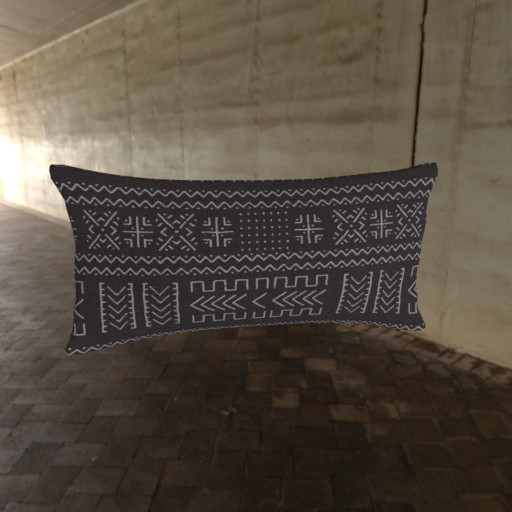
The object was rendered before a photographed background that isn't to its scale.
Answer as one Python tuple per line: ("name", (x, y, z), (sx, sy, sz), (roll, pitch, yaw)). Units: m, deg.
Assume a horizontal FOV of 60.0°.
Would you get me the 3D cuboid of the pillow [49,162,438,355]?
("pillow", (0.000, 0.000, 0.782), (0.667, 0.322, 0.135), (-2, 14, -9))
